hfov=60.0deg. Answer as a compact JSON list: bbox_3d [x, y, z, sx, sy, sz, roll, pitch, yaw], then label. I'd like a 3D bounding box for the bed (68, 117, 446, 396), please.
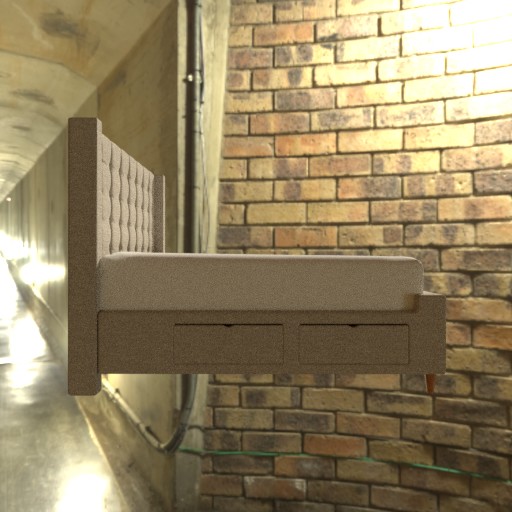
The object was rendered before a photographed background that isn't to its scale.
[{"bbox_3d":[0.000,0.000,3.770,2.372,1.748,2.044,0,0,0],"label":"bed"}]
